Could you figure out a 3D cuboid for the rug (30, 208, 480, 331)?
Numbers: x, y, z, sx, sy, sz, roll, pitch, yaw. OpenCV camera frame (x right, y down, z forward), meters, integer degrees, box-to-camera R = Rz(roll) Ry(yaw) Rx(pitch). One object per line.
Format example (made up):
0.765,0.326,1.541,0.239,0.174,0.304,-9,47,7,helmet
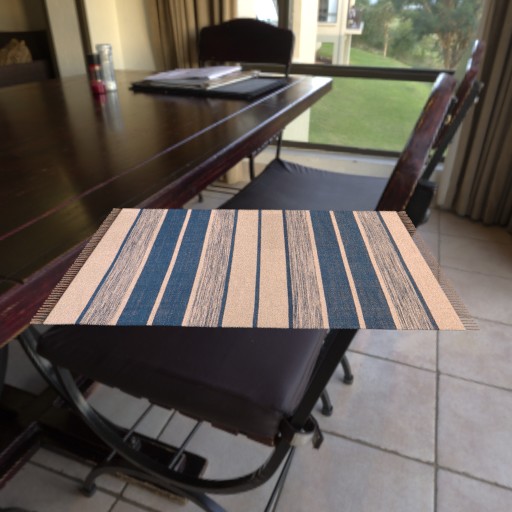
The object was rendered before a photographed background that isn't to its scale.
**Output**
0.000,0.000,3.050,2.441,0.010,1.532,1,30,1,rug
